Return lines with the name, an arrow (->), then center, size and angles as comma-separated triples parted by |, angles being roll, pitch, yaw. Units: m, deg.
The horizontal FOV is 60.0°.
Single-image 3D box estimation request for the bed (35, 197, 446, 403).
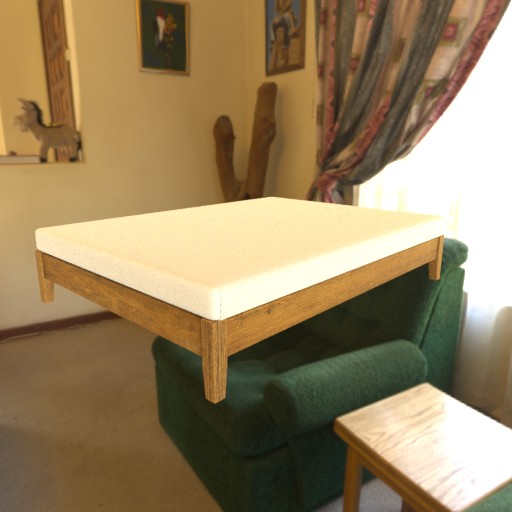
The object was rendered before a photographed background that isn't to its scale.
bed -> 0.000, 0.000, 2.721 | 1.536, 0.431, 2.016 | 13, 20, 42
